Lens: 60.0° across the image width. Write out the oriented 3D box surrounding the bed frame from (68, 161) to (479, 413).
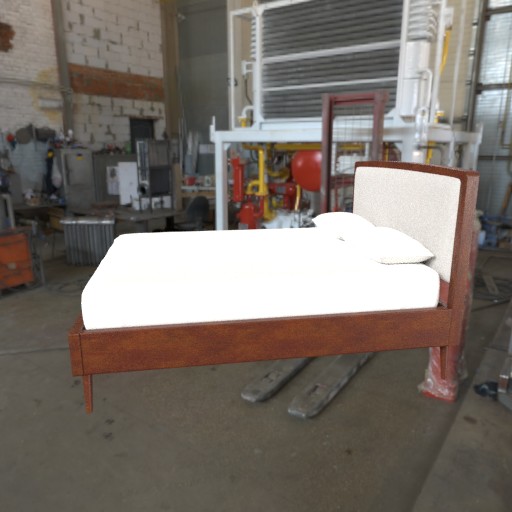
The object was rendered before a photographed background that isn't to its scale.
[{"bbox_3d":[0.000,0.000,3.106,2.171,1.279,1.587,-2,14,-9],"label":"bed frame"}]
